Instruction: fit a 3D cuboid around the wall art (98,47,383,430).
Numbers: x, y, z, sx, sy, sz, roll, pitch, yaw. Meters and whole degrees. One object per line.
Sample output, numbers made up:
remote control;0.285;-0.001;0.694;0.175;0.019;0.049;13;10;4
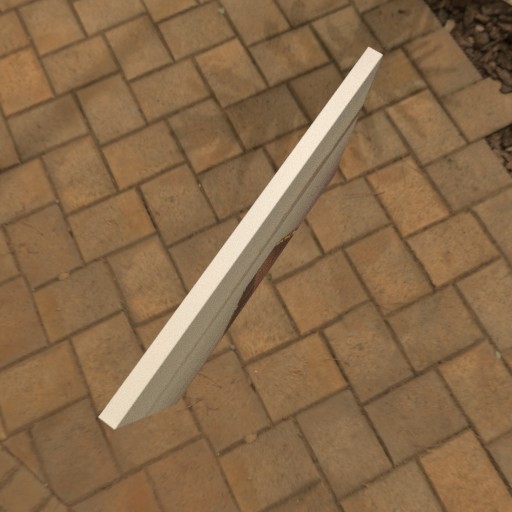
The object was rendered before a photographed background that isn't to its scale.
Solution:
wall art;0.000;0.000;1.152;0.037;0.609;0.916;33;78;8
